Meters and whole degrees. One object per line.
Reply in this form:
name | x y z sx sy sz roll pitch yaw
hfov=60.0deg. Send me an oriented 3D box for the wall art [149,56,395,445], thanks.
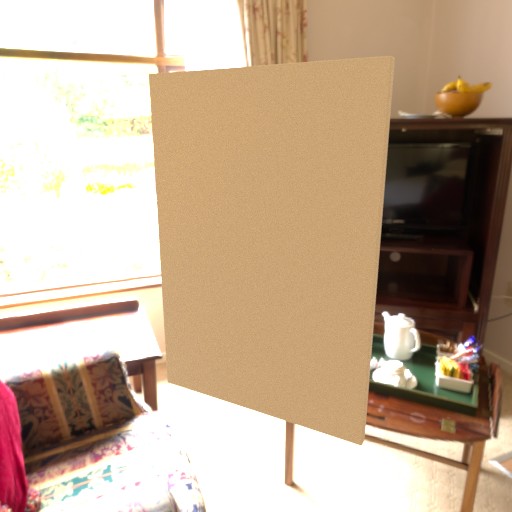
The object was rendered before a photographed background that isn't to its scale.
wall art | 0.000 0.000 1.493 0.808 1.183 0.038 8 18 27
